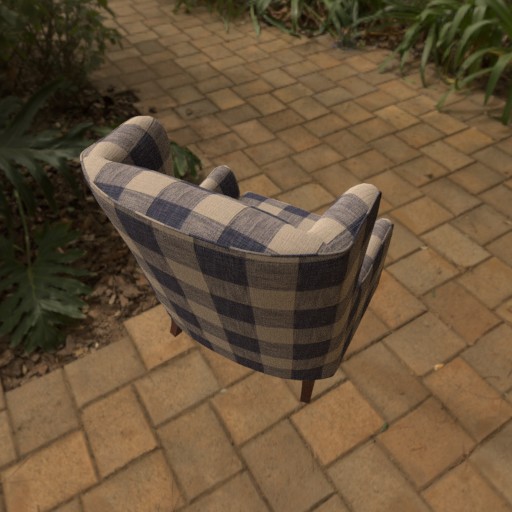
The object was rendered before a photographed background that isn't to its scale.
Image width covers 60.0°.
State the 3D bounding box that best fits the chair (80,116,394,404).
[{"bbox_3d":[0.000,0.000,1.682,0.830,1.041,0.889,22,49,20],"label":"chair"}]
